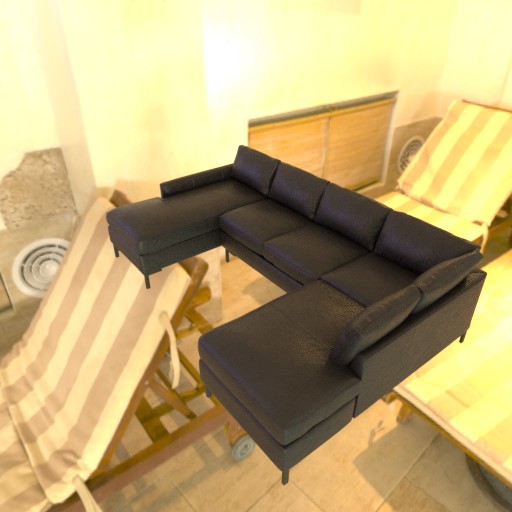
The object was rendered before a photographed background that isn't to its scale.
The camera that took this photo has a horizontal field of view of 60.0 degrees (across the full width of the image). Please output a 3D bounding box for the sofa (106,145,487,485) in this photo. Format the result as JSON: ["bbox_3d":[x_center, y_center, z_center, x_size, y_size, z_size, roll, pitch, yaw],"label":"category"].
[{"bbox_3d":[0.000,0.000,3.709,1.939,0.900,2.956,-22,39,-31],"label":"sofa"}]
